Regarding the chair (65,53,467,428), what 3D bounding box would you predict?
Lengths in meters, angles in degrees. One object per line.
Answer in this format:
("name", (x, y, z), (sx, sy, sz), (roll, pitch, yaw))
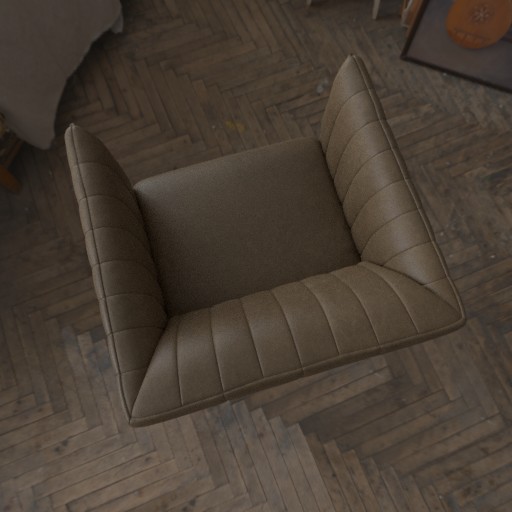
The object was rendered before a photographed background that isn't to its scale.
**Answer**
("chair", (0.000, 0.000, 1.563), (0.981, 0.779, 0.876), (-16, 75, -4))
